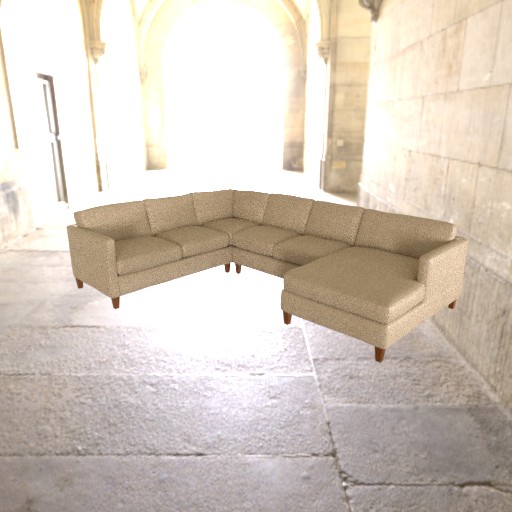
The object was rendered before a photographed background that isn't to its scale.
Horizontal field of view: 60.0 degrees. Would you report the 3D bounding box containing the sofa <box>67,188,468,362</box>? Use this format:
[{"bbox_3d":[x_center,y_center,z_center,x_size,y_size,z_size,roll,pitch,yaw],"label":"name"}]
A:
[{"bbox_3d":[0.000,0.000,4.725,3.460,0.961,2.594,16,23,42],"label":"sofa"}]
